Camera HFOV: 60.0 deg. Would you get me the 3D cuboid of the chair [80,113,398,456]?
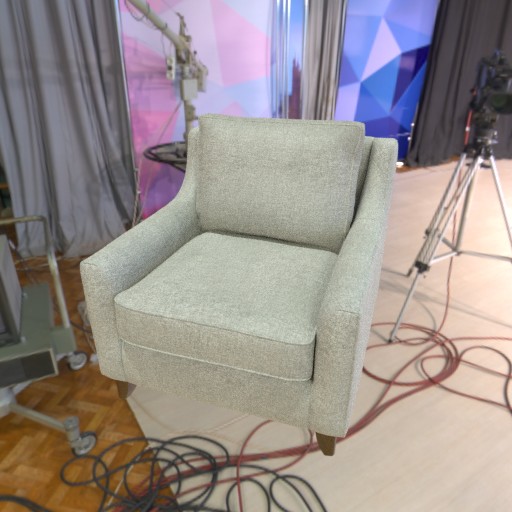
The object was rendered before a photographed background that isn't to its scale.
[{"bbox_3d":[0.000,0.000,1.555,0.838,0.864,0.918,9,28,17],"label":"chair"}]
